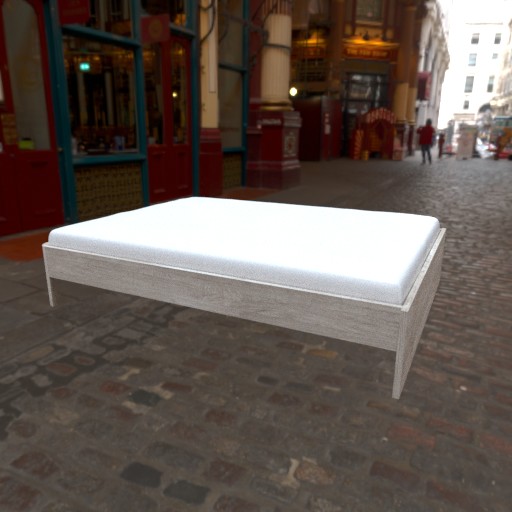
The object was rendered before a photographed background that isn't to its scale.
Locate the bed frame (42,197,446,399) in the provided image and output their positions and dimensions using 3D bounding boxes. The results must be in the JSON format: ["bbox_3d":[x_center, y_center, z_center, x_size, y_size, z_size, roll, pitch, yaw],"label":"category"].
[{"bbox_3d":[0.000,0.000,2.637,1.950,0.462,1.490,8,18,26],"label":"bed frame"}]
